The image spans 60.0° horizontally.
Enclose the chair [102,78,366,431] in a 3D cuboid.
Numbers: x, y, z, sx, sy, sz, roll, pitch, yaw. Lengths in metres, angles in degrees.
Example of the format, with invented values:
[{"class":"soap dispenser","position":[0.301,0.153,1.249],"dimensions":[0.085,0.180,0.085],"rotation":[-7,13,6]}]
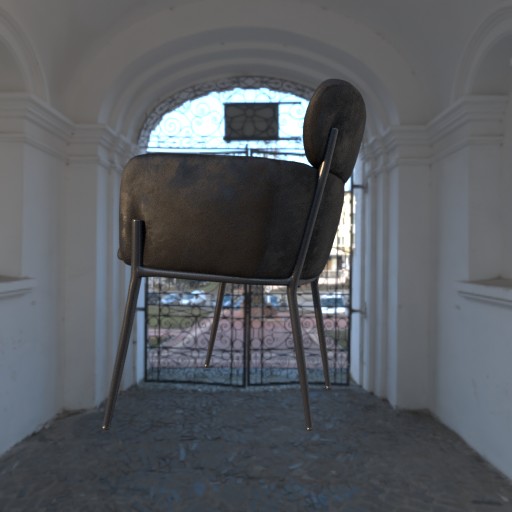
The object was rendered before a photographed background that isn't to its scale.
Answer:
[{"class":"chair","position":[0.000,0.000,1.254],"dimensions":[0.604,0.818,0.640],"rotation":[0,0,17]}]
